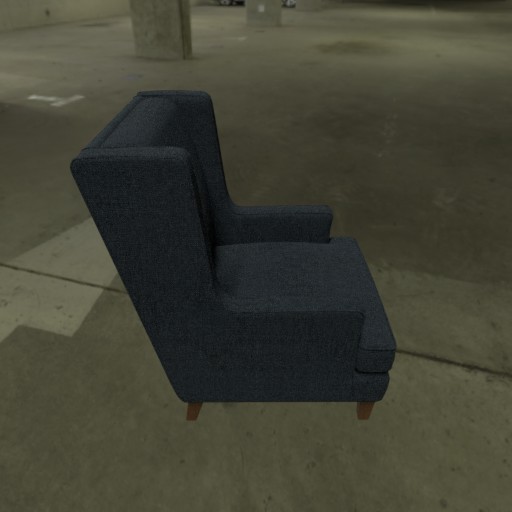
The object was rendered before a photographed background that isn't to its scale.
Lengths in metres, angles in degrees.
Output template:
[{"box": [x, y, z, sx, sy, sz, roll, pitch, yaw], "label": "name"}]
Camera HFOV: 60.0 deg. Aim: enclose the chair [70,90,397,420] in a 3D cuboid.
[{"box": [0.000, 0.000, 1.708, 0.947, 1.072, 0.764, 0, 32, 0], "label": "chair"}]
